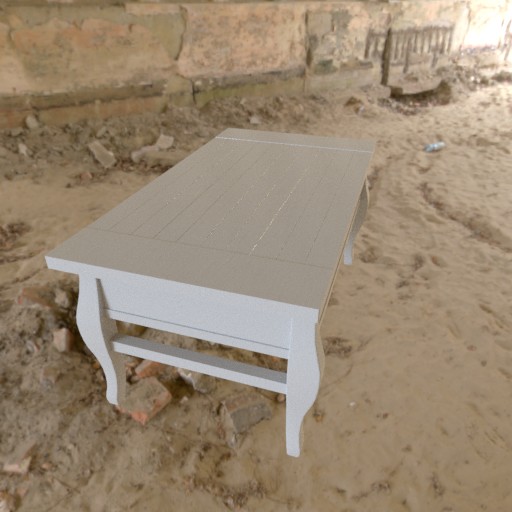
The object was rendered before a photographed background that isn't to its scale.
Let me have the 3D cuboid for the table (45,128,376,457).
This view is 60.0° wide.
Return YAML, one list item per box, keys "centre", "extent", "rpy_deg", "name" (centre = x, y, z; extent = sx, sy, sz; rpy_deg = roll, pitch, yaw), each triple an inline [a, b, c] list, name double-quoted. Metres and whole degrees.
- centre: [0.000, 0.000, 1.409]
  extent: [0.600, 0.495, 1.062]
  rpy_deg: [10, 32, 16]
  name: "table"
